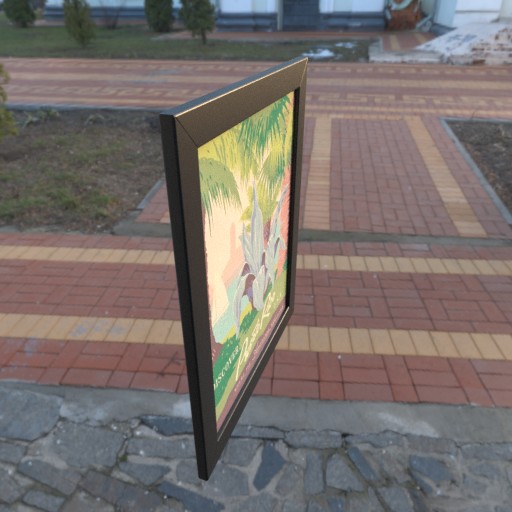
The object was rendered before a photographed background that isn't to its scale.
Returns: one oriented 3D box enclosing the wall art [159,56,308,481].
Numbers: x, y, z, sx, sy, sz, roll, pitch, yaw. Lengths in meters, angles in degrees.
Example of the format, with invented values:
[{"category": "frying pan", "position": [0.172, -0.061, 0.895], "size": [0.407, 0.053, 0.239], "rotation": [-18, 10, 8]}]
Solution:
[{"category": "wall art", "position": [0.000, 0.000, 0.766], "size": [0.018, 0.582, 0.481], "rotation": [11, 32, 18]}]
